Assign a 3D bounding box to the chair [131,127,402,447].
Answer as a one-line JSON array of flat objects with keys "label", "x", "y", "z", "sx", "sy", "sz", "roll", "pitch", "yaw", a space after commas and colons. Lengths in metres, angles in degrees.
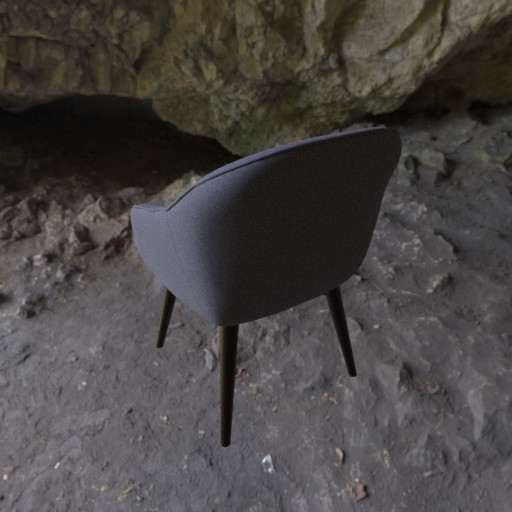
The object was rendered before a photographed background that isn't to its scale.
[{"label": "chair", "x": 0.000, "y": 0.000, "z": 1.237, "sx": 0.589, "sy": 0.810, "sz": 0.611, "roll": -18, "pitch": 35, "yaw": -28}]
